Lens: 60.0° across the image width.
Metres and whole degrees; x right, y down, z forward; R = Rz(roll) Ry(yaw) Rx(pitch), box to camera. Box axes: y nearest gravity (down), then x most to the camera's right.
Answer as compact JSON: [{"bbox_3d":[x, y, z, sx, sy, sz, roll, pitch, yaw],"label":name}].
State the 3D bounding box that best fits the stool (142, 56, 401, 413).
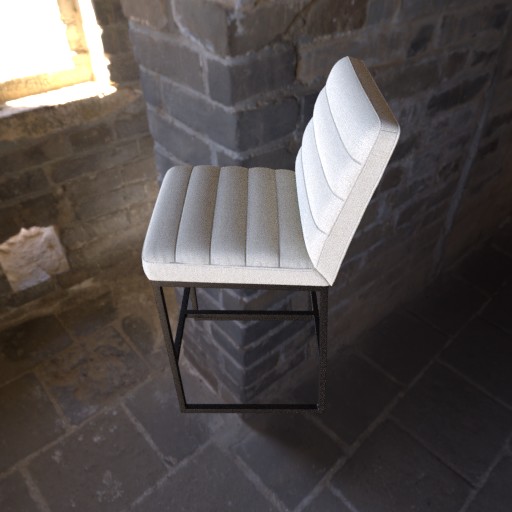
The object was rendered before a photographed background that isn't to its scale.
[{"bbox_3d":[0.000,0.000,1.341,0.560,1.040,0.460,0,41,0],"label":"stool"}]
